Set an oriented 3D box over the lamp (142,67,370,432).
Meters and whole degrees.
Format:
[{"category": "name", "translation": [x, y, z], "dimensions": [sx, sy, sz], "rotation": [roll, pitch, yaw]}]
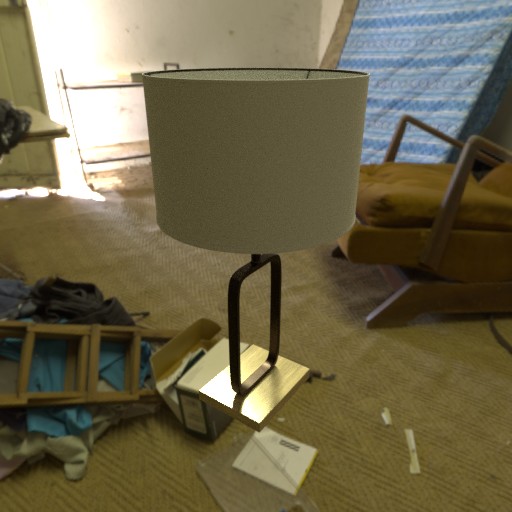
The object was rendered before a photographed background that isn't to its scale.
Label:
[{"category": "lamp", "translation": [0.000, 0.000, 0.663], "dimensions": [0.279, 0.508, 0.279], "rotation": [17, 30, 32]}]
